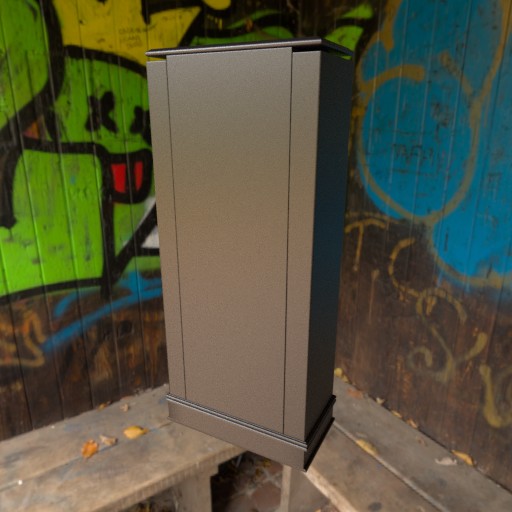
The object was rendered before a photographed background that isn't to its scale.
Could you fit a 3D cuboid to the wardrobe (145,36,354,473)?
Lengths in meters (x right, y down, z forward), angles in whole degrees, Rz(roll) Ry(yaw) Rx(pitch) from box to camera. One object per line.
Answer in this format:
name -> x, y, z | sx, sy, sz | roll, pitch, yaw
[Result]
wardrobe -> 0.000, 0.000, 1.193 | 0.444, 1.011, 0.295 | 9, 20, 26
